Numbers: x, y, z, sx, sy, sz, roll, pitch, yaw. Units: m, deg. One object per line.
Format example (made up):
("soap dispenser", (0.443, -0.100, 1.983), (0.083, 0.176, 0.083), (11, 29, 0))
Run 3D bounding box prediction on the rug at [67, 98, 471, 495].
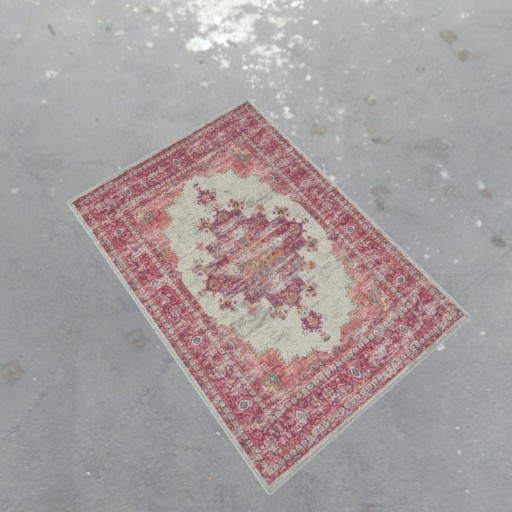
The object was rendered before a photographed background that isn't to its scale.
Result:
("rug", (0.000, 0.000, 2.227), (1.217, 0.011, 1.747), (-35, 69, -15))
